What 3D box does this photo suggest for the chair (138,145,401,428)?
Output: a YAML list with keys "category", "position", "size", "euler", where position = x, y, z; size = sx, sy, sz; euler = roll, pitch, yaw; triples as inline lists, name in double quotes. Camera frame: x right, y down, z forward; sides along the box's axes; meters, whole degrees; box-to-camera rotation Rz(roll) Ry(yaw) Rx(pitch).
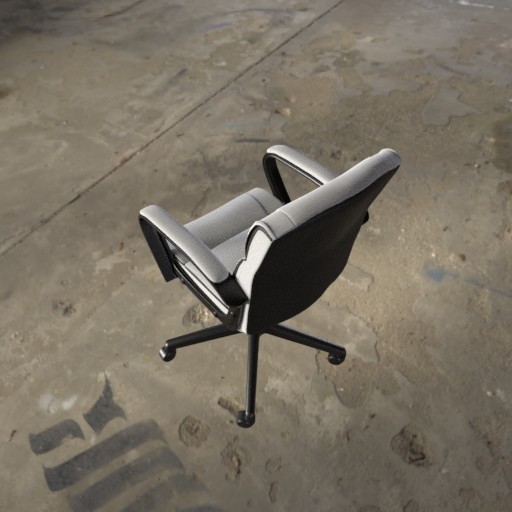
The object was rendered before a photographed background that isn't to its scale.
- category: "chair"
  position: [0.000, 0.000, 1.518]
  size: [0.739, 1.004, 0.717]
  euler: [-31, 54, -26]
